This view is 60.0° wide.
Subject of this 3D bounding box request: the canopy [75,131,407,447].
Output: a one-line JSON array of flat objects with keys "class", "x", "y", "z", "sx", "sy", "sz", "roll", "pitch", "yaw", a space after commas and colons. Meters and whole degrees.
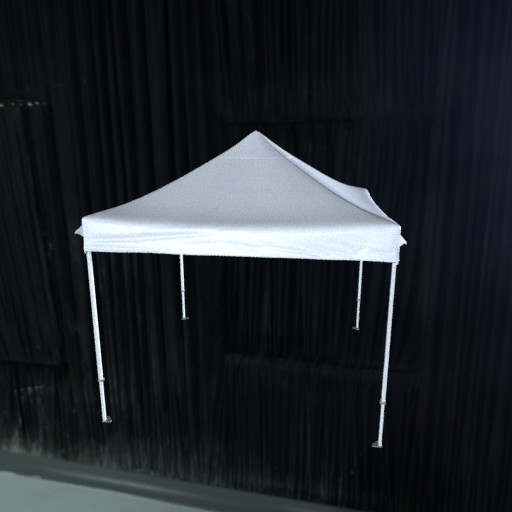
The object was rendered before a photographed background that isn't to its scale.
[{"class": "canopy", "x": 0.000, "y": 0.000, "z": 5.514, "sx": 2.994, "sy": 2.998, "sz": 2.996, "roll": 2, "pitch": 15, "yaw": 8}]
